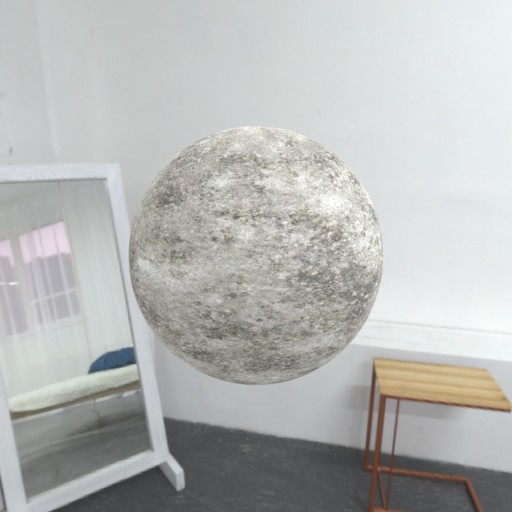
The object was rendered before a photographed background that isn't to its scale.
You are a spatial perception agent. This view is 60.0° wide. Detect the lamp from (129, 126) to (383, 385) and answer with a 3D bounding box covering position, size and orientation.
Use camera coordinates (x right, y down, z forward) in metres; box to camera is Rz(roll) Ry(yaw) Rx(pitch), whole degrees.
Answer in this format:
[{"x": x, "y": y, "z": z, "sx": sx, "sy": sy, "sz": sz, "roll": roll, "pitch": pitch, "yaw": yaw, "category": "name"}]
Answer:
[{"x": 0.000, "y": 0.000, "z": 0.763, "sx": 0.422, "sy": 0.429, "sz": 0.422, "roll": 0, "pitch": 15, "yaw": 0, "category": "lamp"}]
